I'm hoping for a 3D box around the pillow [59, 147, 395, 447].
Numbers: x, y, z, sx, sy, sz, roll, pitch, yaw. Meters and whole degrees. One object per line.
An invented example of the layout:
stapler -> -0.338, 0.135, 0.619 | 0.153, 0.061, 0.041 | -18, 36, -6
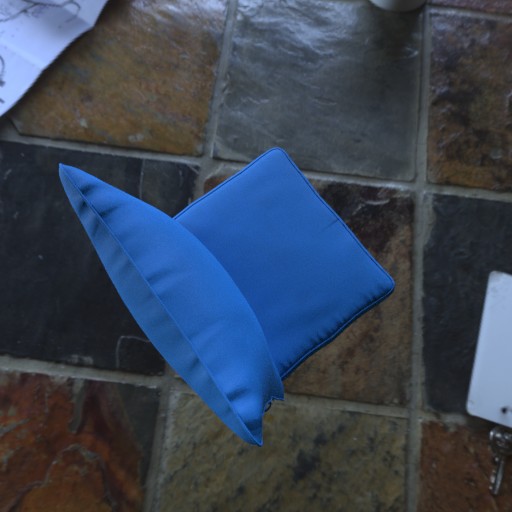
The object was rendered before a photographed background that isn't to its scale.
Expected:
pillow -> 0.000, 0.000, 1.328 | 0.733, 0.725, 0.798 | -36, 79, -8
